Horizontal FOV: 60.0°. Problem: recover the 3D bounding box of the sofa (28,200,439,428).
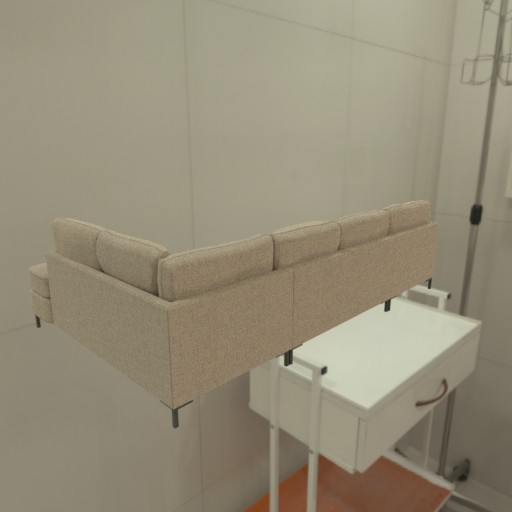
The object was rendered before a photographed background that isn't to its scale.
[{"bbox_3d":[0.000,0.000,4.181,2.021,0.996,3.423,15,21,43],"label":"sofa"}]
